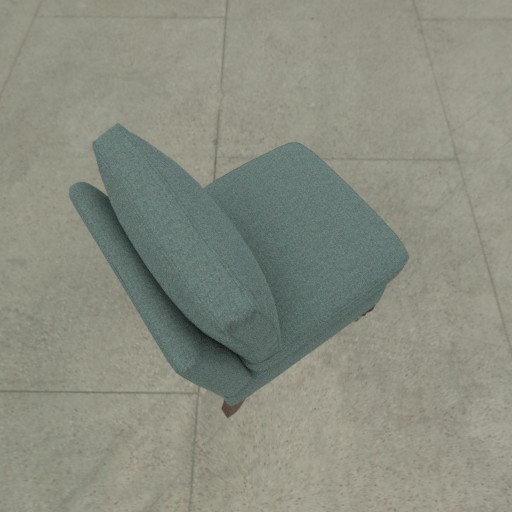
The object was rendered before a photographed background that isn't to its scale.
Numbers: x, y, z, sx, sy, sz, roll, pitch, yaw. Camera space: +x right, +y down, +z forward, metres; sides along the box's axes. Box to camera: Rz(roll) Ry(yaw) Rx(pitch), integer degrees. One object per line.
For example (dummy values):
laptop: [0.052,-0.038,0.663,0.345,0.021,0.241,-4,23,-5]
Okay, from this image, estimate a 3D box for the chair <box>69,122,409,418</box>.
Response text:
chair: [0.000,0.000,1.415,0.796,0.901,0.624,-31,65,-16]
